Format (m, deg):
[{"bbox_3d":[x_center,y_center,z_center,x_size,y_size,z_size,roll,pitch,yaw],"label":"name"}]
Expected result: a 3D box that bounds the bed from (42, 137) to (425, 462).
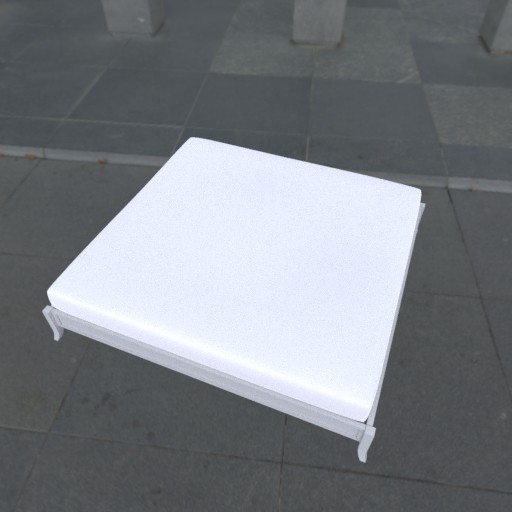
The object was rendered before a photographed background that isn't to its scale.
[{"bbox_3d":[0.000,0.000,3.160,2.108,0.510,2.007,16,48,15],"label":"bed"}]
